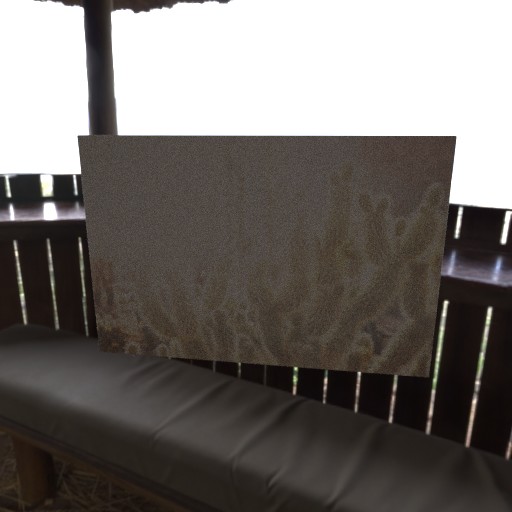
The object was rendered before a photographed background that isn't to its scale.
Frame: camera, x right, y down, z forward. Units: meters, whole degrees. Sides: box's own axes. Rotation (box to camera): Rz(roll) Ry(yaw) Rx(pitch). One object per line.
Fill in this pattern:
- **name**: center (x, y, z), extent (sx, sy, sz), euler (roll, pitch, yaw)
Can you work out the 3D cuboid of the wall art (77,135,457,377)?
- **wall art**: center (0.000, 0.000, 1.158), extent (0.916, 0.608, 0.040), euler (2, 16, 8)
